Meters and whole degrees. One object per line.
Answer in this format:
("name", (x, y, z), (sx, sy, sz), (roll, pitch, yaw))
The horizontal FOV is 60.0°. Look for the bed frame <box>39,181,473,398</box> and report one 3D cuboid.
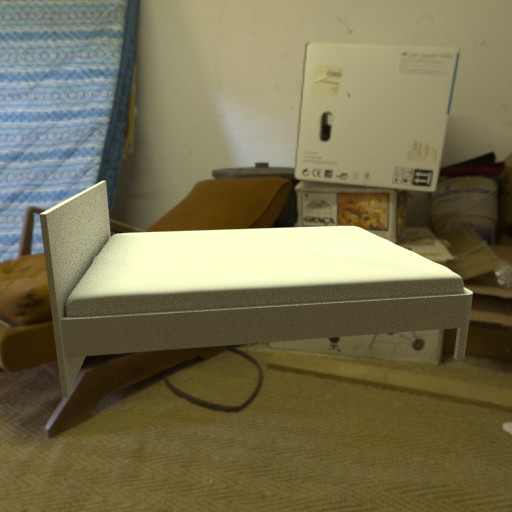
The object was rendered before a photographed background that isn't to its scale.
("bed frame", (0.000, 0.000, 2.682), (1.950, 0.800, 1.490), (-2, 15, -9))
